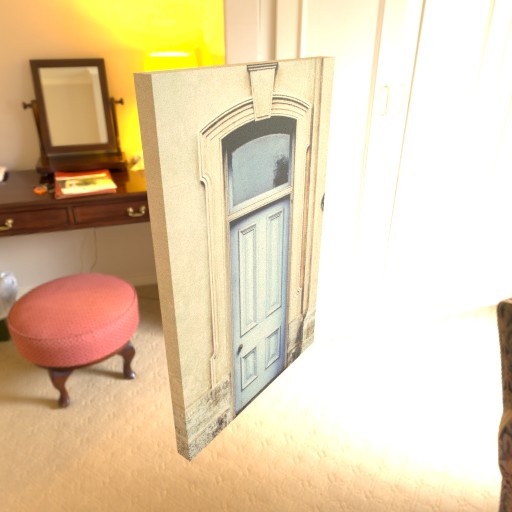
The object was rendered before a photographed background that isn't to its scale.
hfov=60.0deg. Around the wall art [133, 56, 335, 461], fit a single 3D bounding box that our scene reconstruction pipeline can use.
[{"bbox_3d":[0.000,0.000,0.955,0.038,0.764,0.508,19,33,33],"label":"wall art"}]
